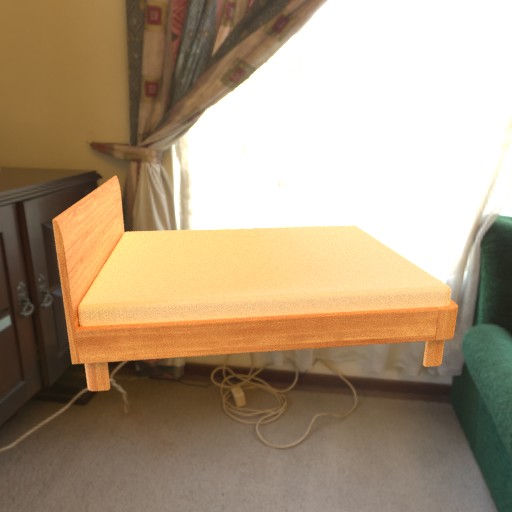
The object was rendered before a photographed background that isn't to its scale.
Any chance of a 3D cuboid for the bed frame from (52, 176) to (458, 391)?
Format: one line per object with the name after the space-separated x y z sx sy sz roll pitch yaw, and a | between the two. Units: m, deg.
0.000 0.000 3.073 2.092 0.940 1.660 -2 17 -7 | bed frame
